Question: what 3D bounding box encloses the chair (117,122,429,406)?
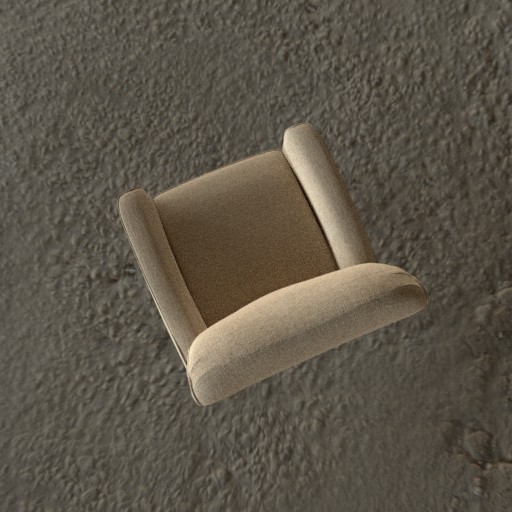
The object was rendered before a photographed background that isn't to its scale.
[{"bbox_3d":[0.000,0.000,1.707,0.841,1.028,0.858,-23,76,-6],"label":"chair"}]
